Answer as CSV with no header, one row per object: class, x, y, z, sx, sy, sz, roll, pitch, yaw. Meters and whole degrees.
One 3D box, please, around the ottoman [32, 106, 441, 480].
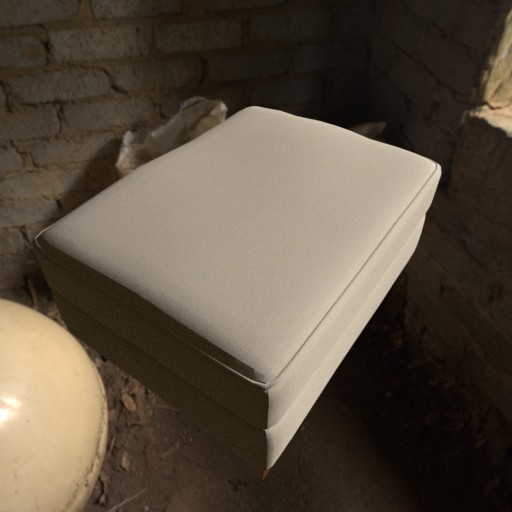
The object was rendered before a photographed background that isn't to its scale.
ottoman,0.000,0.000,1.150,0.634,0.485,0.818,26,49,25
